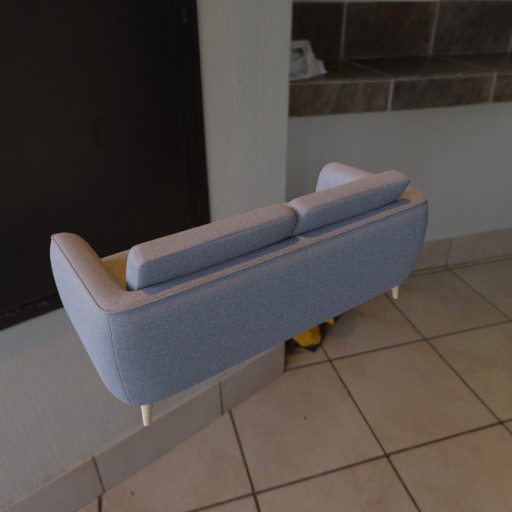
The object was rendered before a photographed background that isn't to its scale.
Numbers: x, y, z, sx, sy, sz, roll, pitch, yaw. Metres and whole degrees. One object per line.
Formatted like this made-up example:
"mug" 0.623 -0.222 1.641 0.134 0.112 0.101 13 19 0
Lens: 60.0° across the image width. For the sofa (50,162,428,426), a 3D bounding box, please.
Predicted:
"sofa" 0.000 0.000 2.550 2.000 0.870 0.920 -20 36 -29
